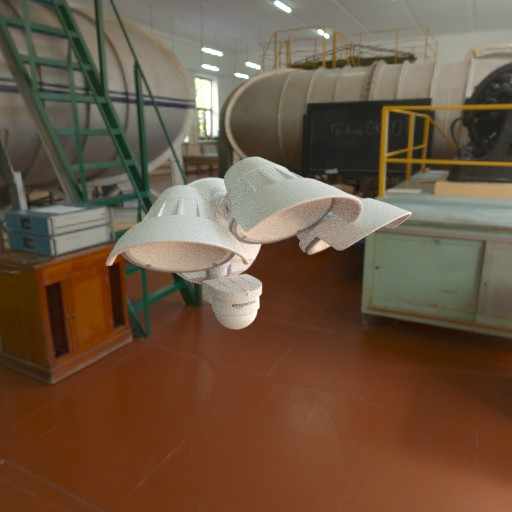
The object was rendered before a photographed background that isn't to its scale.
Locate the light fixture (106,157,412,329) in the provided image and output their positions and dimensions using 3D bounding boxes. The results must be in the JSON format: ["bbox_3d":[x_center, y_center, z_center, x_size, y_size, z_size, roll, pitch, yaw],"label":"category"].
[{"bbox_3d":[0.000,0.000,0.544,0.369,0.237,0.278,-8,17,-27],"label":"light fixture"}]
